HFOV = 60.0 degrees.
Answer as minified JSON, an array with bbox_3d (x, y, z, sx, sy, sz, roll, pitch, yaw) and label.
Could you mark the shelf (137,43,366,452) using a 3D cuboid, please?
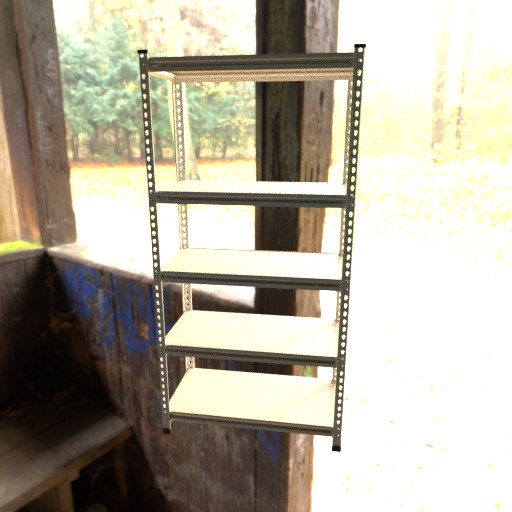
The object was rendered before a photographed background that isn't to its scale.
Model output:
[{"bbox_3d":[0.000,0.000,2.199,0.914,1.829,0.457,2,16,8],"label":"shelf"}]
